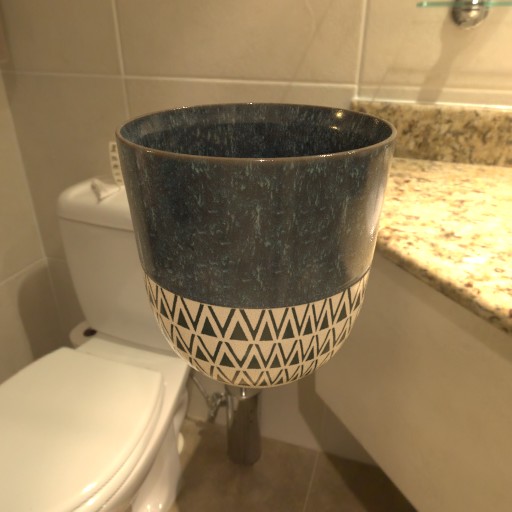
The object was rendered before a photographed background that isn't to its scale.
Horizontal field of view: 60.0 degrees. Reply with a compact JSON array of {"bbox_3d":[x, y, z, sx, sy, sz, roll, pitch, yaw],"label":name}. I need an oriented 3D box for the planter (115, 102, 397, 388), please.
[{"bbox_3d":[0.000,0.000,0.366,0.195,0.214,0.195,0,27,0],"label":"planter"}]
